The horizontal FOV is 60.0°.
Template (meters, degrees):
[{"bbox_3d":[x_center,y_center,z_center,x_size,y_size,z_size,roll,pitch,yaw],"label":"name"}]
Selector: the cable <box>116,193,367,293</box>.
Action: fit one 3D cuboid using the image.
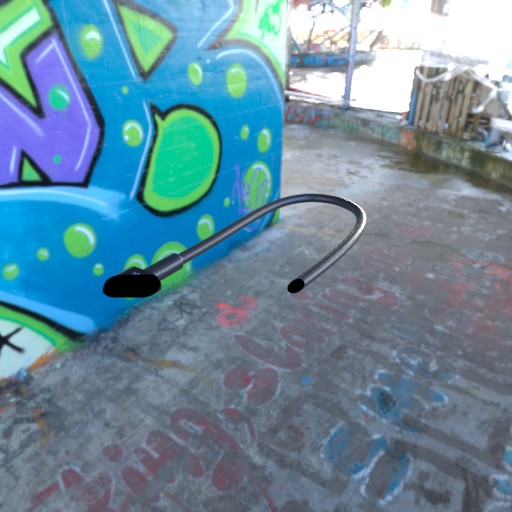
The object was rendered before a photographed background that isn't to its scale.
[{"bbox_3d":[0.000,0.000,0.113,0.040,0.006,0.098,18,33,30],"label":"cable"}]
